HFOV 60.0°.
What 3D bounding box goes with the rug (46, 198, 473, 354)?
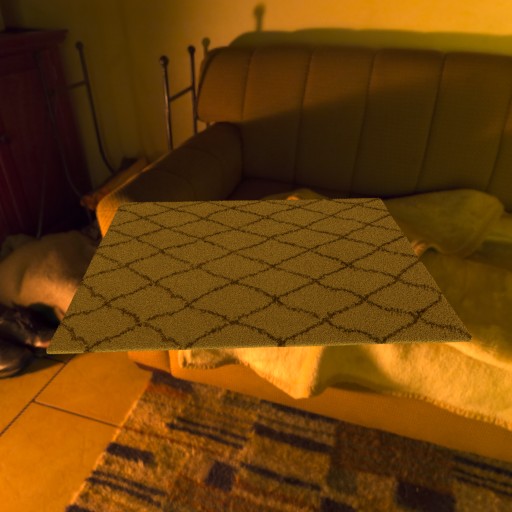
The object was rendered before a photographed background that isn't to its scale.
[{"bbox_3d":[0.000,0.000,4.173,3.047,0.029,2.438,-1,32,-2],"label":"rug"}]
